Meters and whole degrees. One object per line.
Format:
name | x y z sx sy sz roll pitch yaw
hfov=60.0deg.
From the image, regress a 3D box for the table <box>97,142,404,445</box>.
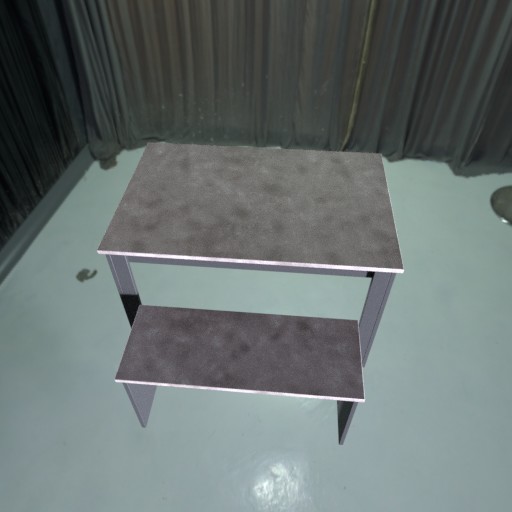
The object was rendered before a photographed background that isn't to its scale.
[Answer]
table | 0.000 0.000 2.078 1.100 0.700 1.443 4 46 3
